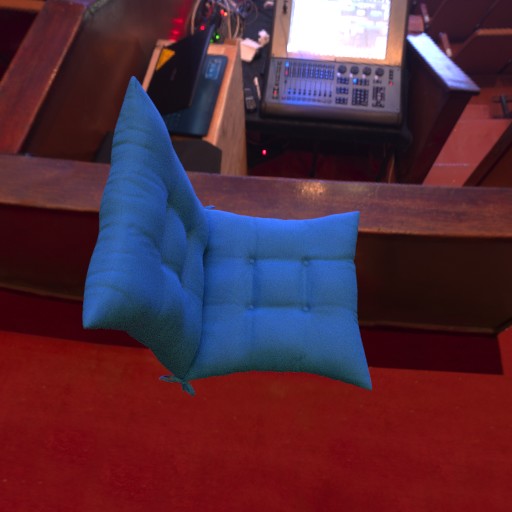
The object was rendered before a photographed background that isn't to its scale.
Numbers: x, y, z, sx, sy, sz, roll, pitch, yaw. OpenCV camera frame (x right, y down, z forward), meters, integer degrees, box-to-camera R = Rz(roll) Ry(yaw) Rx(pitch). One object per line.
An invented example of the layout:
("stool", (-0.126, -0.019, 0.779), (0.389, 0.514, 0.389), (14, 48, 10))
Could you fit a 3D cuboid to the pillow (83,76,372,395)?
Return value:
("pillow", (0.000, 0.000, 0.988), (0.585, 0.536, 0.541), (2, 65, 1))
